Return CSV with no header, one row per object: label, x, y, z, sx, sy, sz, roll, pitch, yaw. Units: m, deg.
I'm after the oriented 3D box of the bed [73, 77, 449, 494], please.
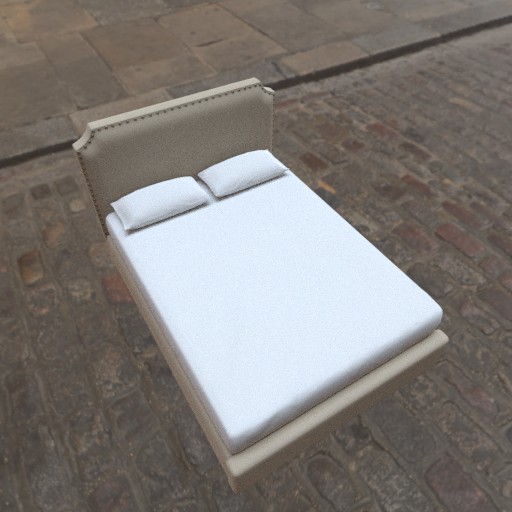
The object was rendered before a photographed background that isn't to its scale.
bed,0.000,0.000,3.224,1.703,1.415,2.329,-24,51,-21
